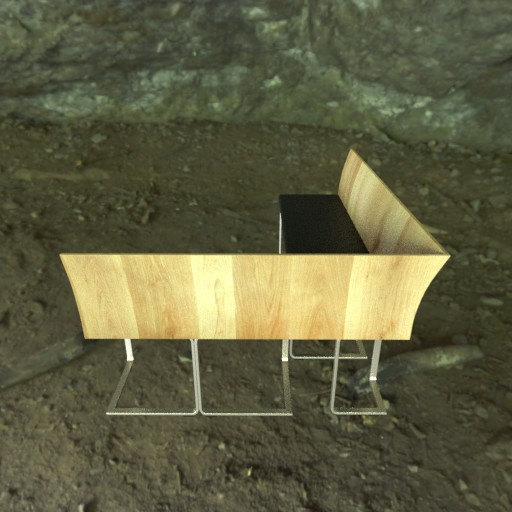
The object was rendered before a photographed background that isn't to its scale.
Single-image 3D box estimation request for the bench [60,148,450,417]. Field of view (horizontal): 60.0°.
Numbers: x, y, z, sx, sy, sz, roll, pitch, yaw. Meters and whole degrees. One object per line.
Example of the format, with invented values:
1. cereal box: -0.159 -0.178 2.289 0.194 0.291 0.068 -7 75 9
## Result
1. bench: 0.000 0.000 2.771 1.495 0.930 1.945 0 25 0
